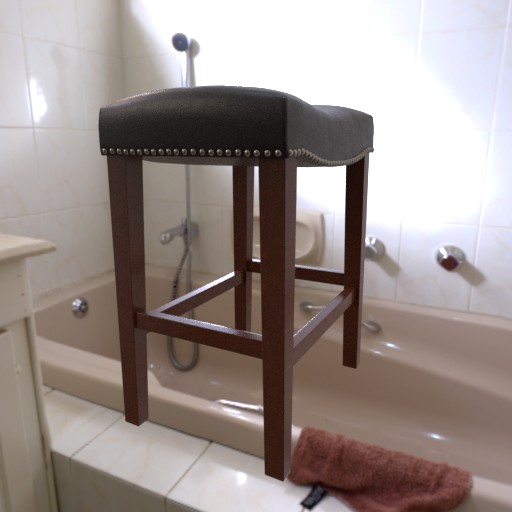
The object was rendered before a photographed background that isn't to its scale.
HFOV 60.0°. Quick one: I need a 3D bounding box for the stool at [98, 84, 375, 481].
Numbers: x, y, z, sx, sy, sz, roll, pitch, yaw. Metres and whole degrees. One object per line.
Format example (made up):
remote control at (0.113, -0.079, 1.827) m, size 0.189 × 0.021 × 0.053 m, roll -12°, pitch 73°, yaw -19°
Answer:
stool at (0.000, 0.000, 0.968) m, size 0.372 × 0.654 × 0.504 m, roll 7°, pitch 16°, yaw 27°
